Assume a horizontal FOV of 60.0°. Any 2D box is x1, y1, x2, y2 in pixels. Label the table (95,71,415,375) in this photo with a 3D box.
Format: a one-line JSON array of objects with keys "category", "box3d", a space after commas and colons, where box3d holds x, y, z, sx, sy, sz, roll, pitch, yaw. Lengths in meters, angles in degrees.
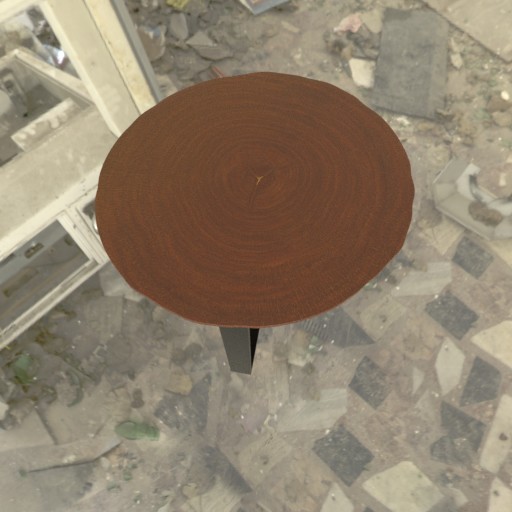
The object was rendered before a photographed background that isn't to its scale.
[{"category": "table", "box3d": [0.000, 0.000, 0.772, 0.410, 0.450, 0.380, -18, 66, -8]}]
